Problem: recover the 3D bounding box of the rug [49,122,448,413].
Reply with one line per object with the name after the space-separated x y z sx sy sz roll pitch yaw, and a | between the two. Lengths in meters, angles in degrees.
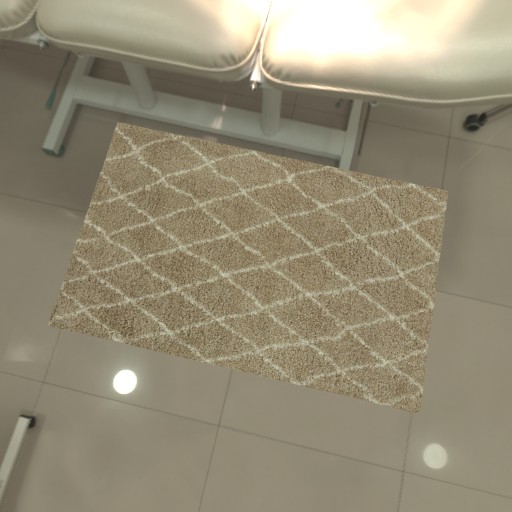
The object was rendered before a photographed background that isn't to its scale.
0.000 0.000 3.011 2.438 0.030 1.524 13 76 3 | rug
